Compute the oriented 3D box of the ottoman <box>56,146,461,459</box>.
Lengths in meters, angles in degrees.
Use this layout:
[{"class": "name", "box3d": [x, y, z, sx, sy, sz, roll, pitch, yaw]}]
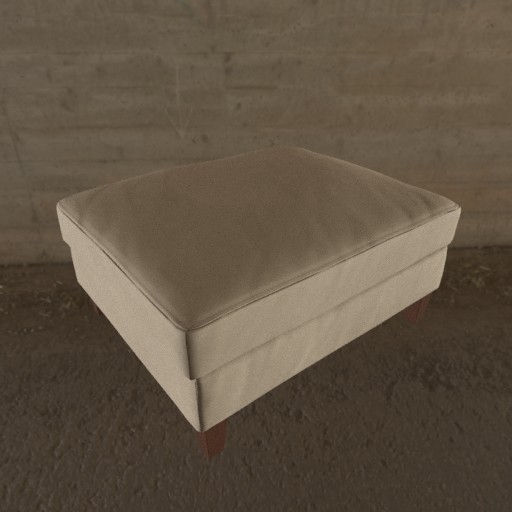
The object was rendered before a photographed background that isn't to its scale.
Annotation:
[{"class": "ottoman", "box3d": [0.000, 0.000, 1.470, 1.002, 0.492, 0.836, -22, 36, -32]}]
